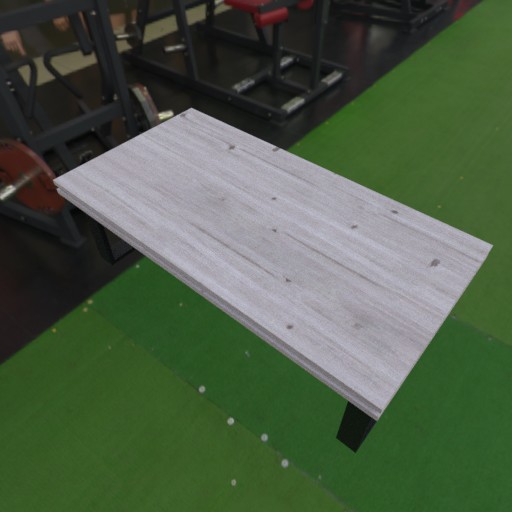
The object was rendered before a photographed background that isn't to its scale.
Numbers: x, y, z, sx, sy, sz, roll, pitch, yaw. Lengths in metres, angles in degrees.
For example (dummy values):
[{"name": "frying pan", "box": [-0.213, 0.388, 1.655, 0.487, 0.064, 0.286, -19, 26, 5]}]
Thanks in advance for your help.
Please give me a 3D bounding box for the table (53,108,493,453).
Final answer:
[{"name": "table", "box": [0.000, 0.000, 1.665, 1.350, 0.450, 0.700, 31, 54, 26]}]
